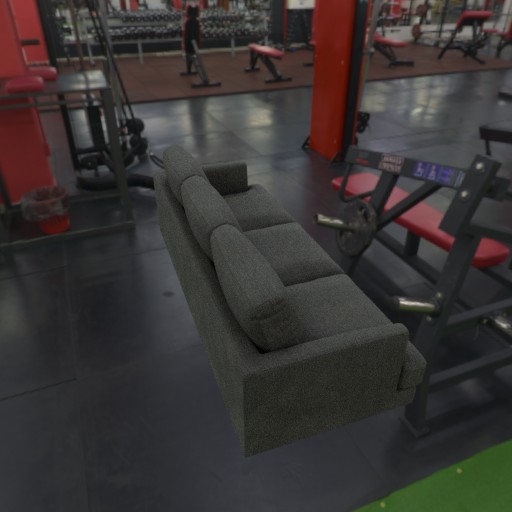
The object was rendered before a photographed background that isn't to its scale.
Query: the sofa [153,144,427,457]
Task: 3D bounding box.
[{"bbox_3d":[0.000,0.000,2.781,0.903,0.930,2.246,-11,34,-17],"label":"sofa"}]
